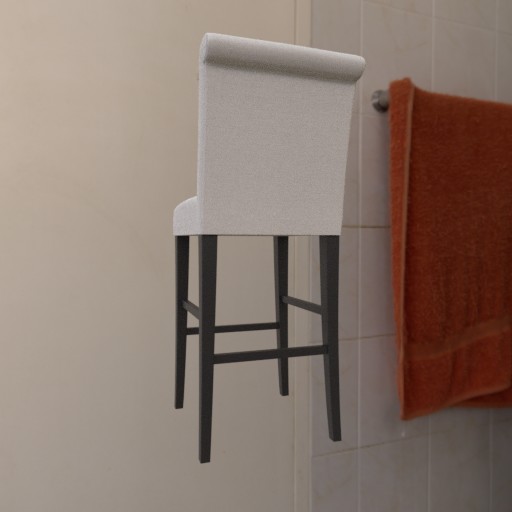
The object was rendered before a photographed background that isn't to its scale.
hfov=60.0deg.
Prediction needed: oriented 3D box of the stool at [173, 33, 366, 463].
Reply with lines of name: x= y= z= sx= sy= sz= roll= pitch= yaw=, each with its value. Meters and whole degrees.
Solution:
stool: x=0.000 y=0.000 z=1.431 sx=0.452 sy=1.124 sz=0.597 roll=-1 pitch=2 yaw=-19
